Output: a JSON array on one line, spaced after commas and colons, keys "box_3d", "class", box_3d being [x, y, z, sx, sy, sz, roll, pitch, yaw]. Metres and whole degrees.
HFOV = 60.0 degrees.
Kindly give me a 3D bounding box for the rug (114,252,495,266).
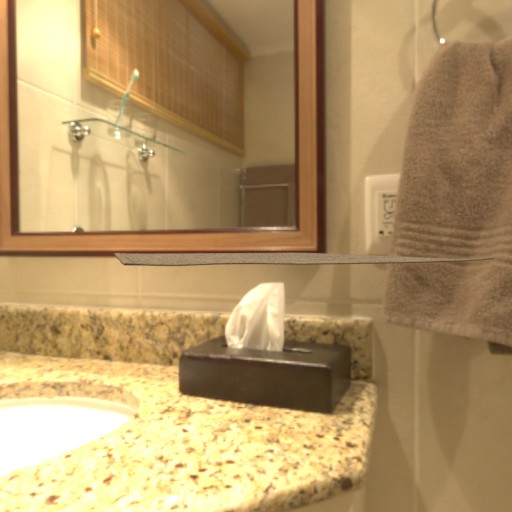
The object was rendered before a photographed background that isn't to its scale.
[{"box_3d": [0.000, 0.000, 3.913, 2.343, 0.026, 2.925, 0, 2, -19], "class": "rug"}]
